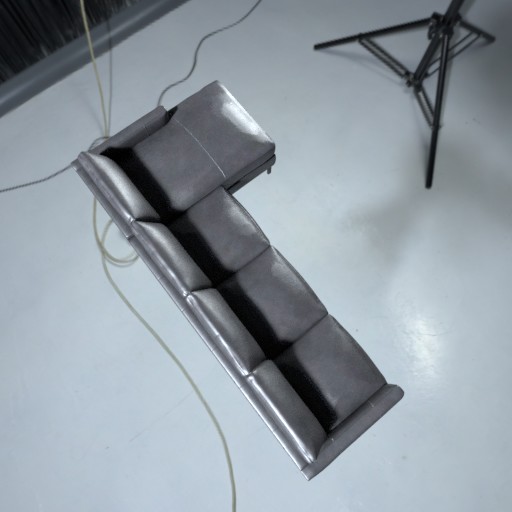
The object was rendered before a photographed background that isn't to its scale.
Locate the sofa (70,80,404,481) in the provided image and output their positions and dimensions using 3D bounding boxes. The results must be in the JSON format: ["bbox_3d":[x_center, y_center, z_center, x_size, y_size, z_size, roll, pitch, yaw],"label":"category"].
[{"bbox_3d":[0.000,0.000,3.573,1.471,0.859,2.993,-37,78,-10],"label":"sofa"}]
